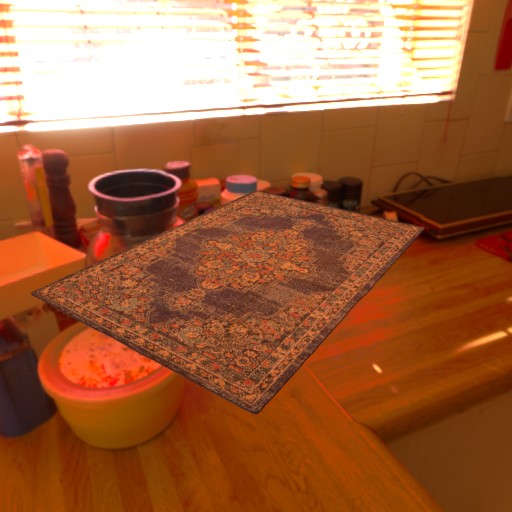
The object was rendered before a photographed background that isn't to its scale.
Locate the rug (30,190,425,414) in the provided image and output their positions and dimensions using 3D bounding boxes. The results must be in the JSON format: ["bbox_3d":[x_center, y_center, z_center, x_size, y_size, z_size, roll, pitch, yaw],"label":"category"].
[{"bbox_3d":[0.000,0.000,3.826,2.053,0.011,2.940,17,31,31],"label":"rug"}]
